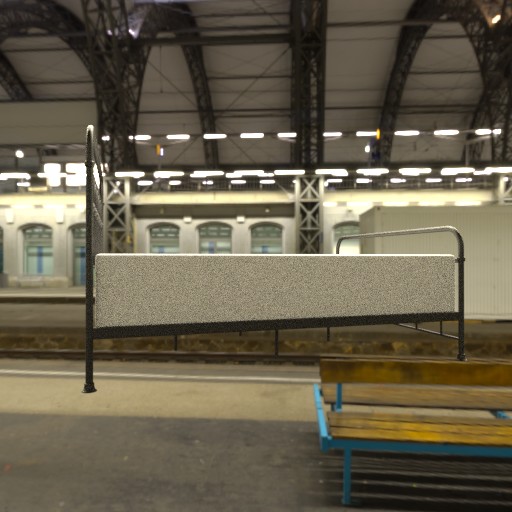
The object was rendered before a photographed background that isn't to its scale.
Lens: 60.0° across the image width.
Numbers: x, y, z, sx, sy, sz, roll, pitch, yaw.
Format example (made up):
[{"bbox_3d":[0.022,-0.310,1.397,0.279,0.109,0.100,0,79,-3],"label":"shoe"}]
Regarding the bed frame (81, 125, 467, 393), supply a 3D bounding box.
[{"bbox_3d":[0.000,0.000,3.158,2.203,1.276,1.664,0,0,-17],"label":"bed frame"}]
